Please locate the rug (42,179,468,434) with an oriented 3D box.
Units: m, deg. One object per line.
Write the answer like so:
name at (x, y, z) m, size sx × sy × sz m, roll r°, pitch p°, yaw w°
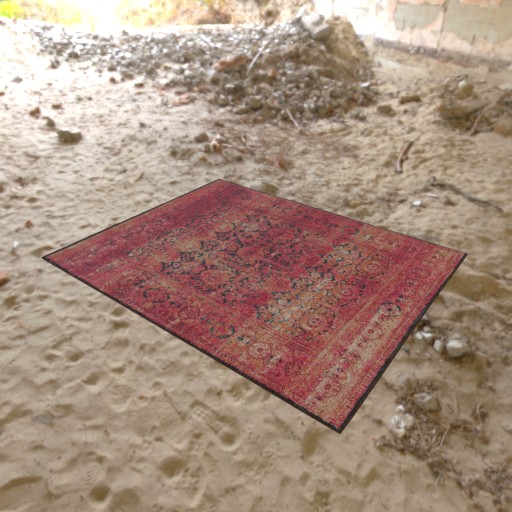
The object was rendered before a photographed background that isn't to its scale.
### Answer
rug at (0.000, 0.000, 4.015) m, size 3.032 × 0.020 × 2.411 m, roll 22°, pitch 37°, yaw 31°
